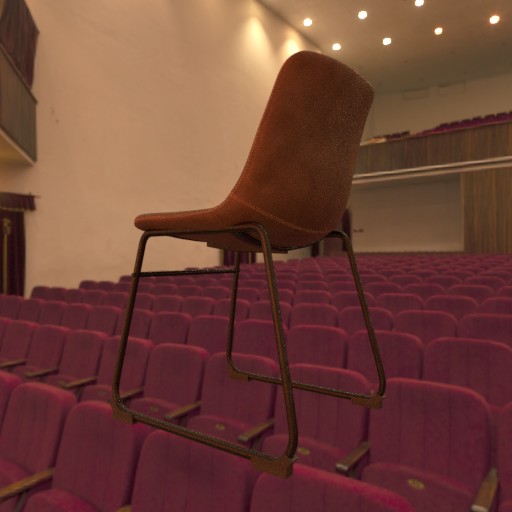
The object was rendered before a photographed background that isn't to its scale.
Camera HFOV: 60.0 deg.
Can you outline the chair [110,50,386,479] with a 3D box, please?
[{"bbox_3d":[0.000,0.000,1.096,0.551,0.780,0.460,0,0,37],"label":"chair"}]
